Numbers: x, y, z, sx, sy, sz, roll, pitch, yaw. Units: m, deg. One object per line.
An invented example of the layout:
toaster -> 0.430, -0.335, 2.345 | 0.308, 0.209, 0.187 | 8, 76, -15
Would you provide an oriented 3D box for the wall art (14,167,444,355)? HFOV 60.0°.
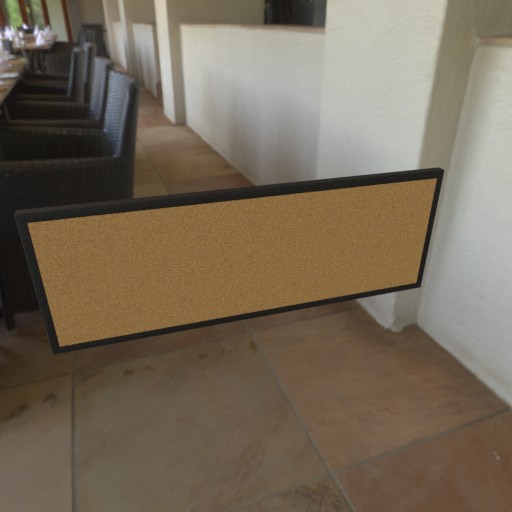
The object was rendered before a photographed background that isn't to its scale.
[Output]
wall art -> 0.000, 0.000, 1.718 | 1.572, 0.554, 0.041 | -8, 29, -15
